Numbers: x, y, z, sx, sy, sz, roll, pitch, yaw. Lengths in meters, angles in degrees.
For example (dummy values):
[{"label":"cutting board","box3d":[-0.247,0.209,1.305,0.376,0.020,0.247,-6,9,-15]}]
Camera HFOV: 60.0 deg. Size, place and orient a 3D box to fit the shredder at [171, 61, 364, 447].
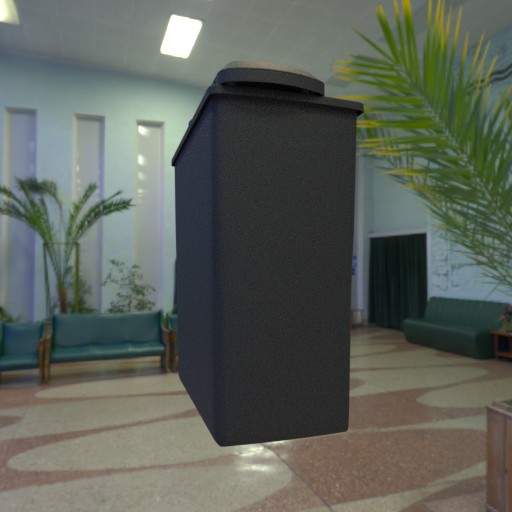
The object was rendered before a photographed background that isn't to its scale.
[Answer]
[{"label":"shredder","box3d":[0.000,0.000,0.525,0.170,0.335,0.320,0,-2,-17]}]
